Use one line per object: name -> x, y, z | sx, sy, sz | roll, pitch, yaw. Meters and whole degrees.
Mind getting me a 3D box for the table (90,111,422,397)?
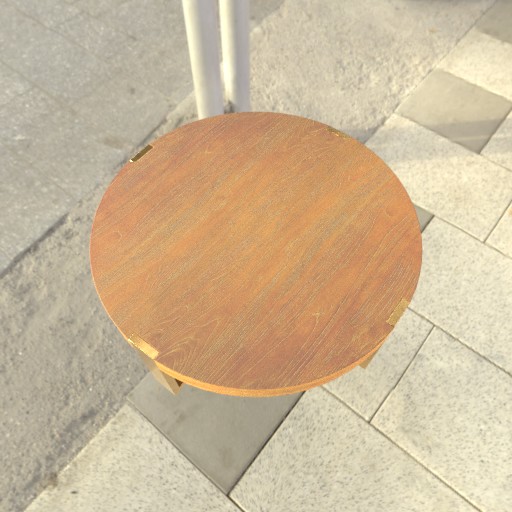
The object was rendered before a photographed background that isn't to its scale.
table -> 0.000, 0.000, 1.676 | 1.100, 0.420, 1.100 | 0, 59, 0
